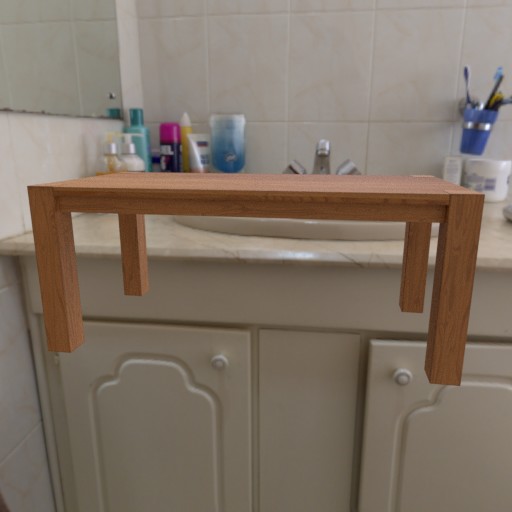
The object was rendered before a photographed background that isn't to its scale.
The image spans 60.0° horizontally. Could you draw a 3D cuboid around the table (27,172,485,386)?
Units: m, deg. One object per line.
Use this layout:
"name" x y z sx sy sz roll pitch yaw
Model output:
"table" 0.000 0.000 2.239 1.800 0.760 0.900 2 15 9
